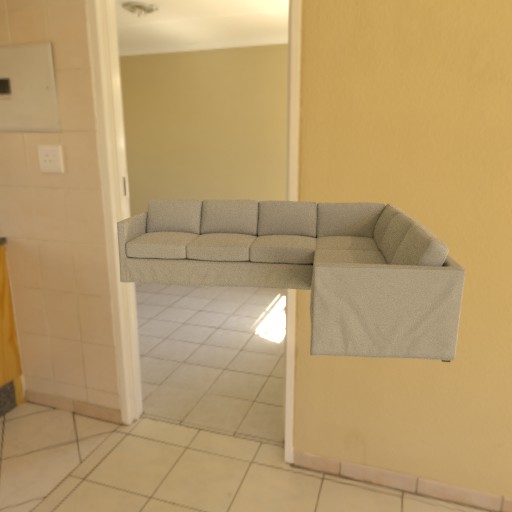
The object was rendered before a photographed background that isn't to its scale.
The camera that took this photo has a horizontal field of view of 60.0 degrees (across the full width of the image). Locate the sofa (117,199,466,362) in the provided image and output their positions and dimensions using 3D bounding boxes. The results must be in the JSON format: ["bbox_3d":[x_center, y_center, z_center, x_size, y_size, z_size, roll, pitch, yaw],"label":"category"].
[{"bbox_3d":[0.000,0.000,4.376,3.182,0.871,2.432,2,14,8],"label":"sofa"}]
